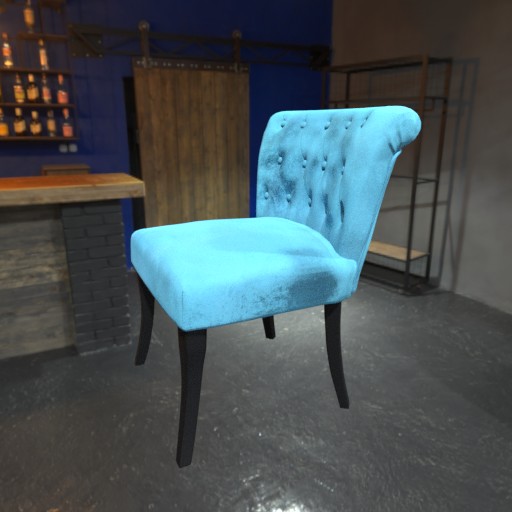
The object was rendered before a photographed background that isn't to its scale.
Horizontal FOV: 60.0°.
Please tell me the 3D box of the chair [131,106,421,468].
[{"bbox_3d":[0.000,0.000,1.181,0.605,0.750,0.582,-8,18,-25],"label":"chair"}]
